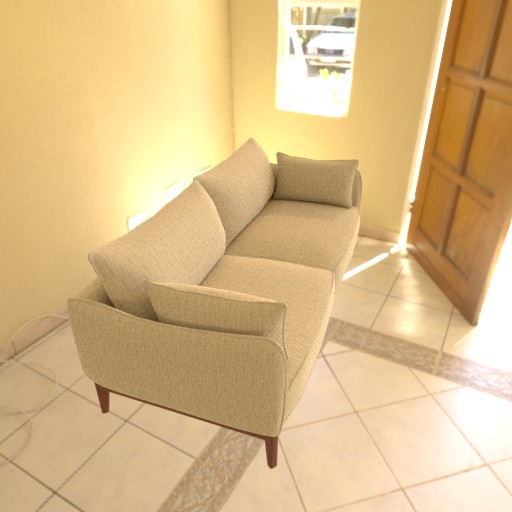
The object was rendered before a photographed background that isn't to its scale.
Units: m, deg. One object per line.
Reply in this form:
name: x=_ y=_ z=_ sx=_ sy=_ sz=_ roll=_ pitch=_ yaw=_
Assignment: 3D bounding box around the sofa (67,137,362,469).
sofa: x=0.000 y=0.000 z=2.544 sx=0.991 sy=0.860 sz=1.989 roll=10 pitch=32 yaw=17
